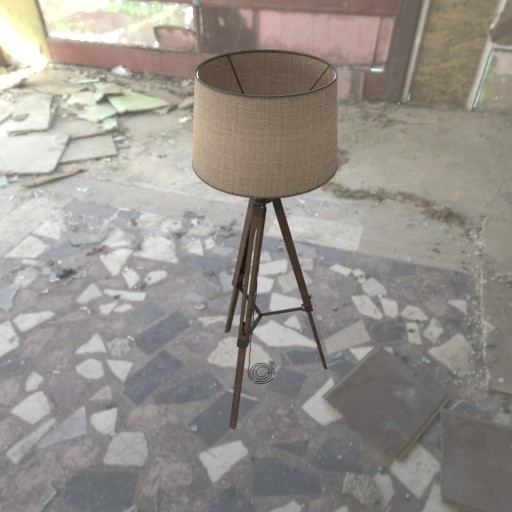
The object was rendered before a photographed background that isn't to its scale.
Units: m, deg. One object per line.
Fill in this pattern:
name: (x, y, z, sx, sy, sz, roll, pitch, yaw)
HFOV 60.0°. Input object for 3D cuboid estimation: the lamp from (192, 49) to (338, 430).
lamp: (0.000, 0.000, 1.832, 0.604, 1.510, 0.587, -25, 46, -27)
